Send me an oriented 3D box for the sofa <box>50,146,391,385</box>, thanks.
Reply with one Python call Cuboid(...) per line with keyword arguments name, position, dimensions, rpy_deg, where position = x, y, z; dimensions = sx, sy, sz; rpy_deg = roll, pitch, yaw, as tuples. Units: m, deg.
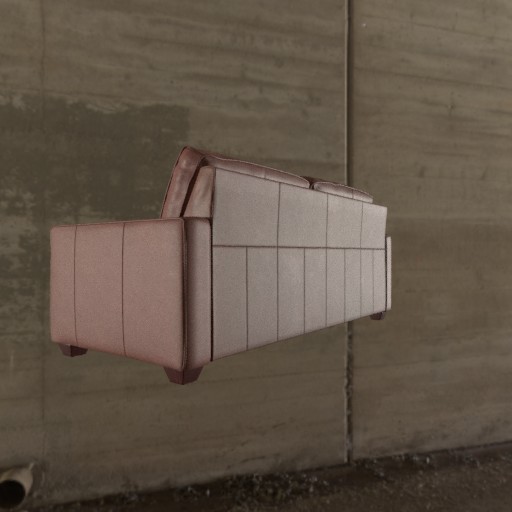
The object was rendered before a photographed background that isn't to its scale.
Cuboid(name="sofa", position=(0.000, 0.000, 2.622), dimensions=(0.940, 0.919, 2.080), rpy_deg=(0, 1, 37))
